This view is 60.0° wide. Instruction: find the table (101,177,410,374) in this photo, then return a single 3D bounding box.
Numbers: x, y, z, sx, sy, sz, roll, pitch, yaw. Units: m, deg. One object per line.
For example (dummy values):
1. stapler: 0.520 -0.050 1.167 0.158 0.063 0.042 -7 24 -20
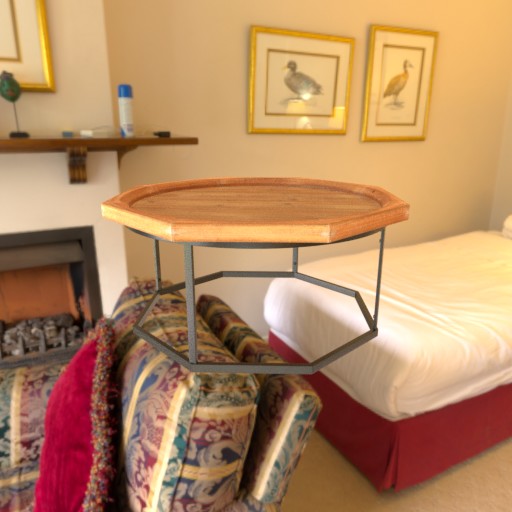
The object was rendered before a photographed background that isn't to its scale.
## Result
1. table: 0.000 0.000 1.574 1.002 0.444 1.002 0 17 0
